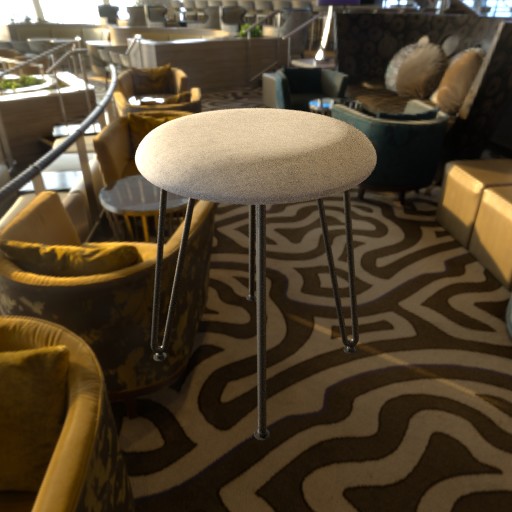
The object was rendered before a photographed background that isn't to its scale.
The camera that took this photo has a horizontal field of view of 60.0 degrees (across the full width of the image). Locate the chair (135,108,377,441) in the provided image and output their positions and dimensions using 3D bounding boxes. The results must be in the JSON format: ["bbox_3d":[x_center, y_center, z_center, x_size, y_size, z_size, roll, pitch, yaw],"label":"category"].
[{"bbox_3d":[0.000,0.000,0.662,0.350,0.386,0.350,-1,30,-3],"label":"chair"}]
